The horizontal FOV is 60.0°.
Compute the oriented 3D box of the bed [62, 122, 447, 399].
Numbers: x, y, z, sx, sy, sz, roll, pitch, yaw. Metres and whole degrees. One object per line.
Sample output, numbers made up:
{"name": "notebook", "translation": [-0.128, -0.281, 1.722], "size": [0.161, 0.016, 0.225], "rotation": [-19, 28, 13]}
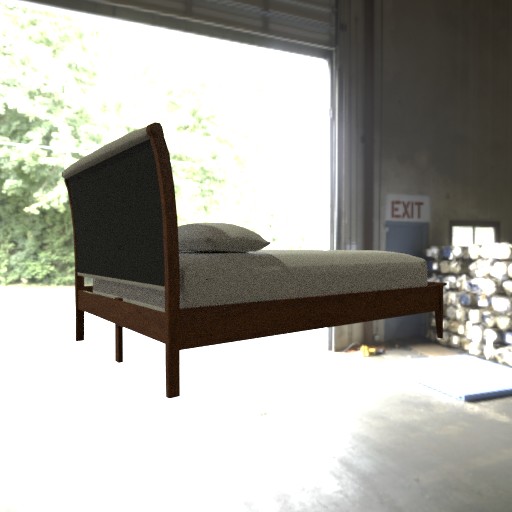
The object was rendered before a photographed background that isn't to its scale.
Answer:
{"name": "bed", "translation": [0.000, 0.000, 3.264], "size": [2.380, 1.250, 1.612], "rotation": [-1, 1, -37]}
